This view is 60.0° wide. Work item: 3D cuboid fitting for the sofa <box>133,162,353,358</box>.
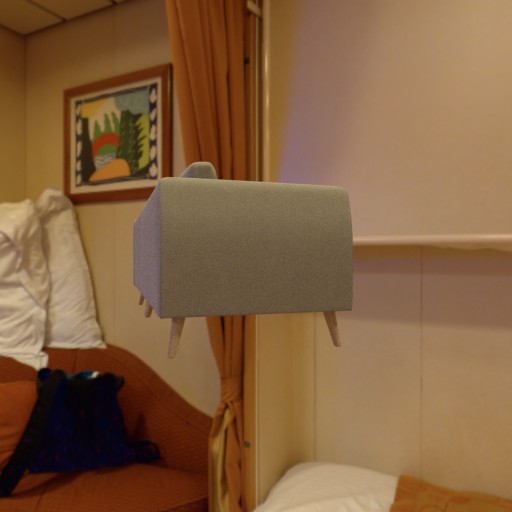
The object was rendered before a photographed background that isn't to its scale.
[{"bbox_3d":[0.000,0.000,3.108,1.580,0.860,2.300,0,0,-18],"label":"sofa"}]
